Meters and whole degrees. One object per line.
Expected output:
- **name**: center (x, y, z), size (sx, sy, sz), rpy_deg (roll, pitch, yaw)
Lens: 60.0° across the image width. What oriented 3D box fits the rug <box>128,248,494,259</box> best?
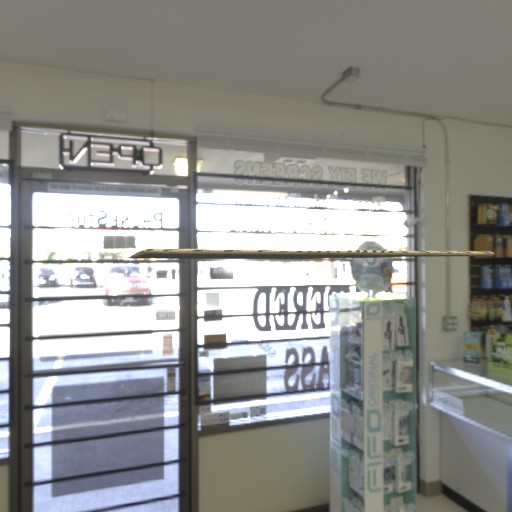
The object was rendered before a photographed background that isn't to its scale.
- **rug**: center (0.000, 0.000, 2.291), size (1.237, 0.019, 1.842), rpy_deg (0, -1, -17)
